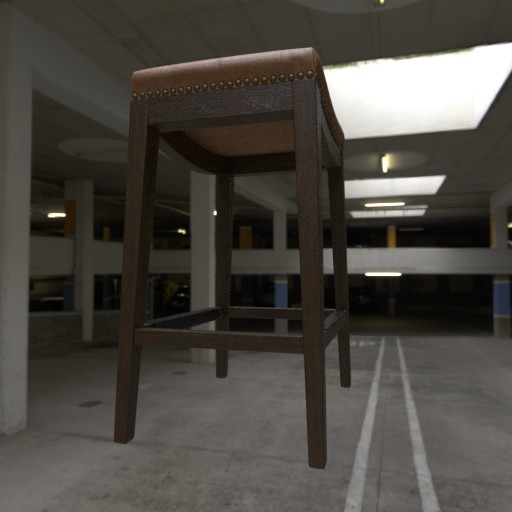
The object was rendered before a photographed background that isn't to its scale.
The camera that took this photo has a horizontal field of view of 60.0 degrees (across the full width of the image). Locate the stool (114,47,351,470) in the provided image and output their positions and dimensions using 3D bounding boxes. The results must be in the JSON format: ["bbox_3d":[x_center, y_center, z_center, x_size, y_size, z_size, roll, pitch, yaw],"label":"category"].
[{"bbox_3d":[0.000,0.000,0.956,0.361,0.660,0.500,-1,-2,16],"label":"stool"}]
